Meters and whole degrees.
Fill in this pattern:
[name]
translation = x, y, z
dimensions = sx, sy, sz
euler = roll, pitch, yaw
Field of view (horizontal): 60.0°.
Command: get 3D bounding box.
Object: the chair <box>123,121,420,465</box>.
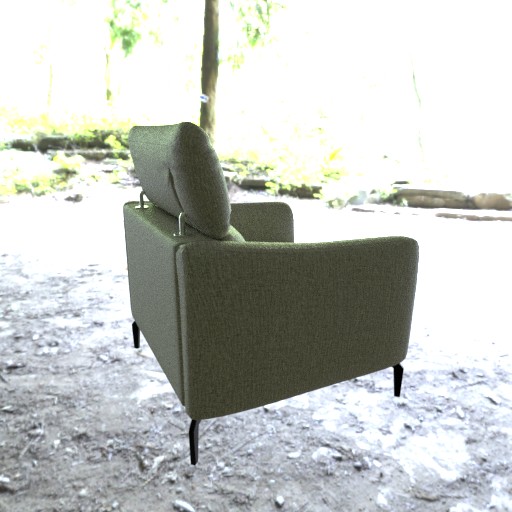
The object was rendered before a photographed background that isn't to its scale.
[chair]
translation = 0.000, 0.000, 1.699
dimensions = 0.835, 0.967, 0.972
euler = -8, 17, -25
